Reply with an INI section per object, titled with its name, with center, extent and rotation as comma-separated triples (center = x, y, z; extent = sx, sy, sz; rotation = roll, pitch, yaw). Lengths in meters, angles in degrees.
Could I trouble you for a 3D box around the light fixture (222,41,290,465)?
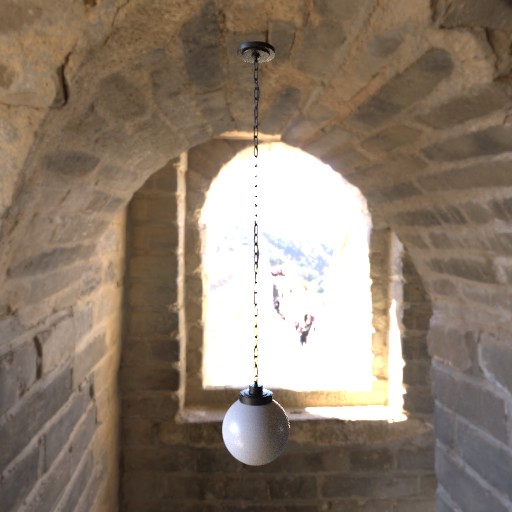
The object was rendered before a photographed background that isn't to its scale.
[light fixture]
center = 0.000, 0.000, 2.010
extent = 0.304, 1.867, 0.305
rotation = 0, 0, 36
